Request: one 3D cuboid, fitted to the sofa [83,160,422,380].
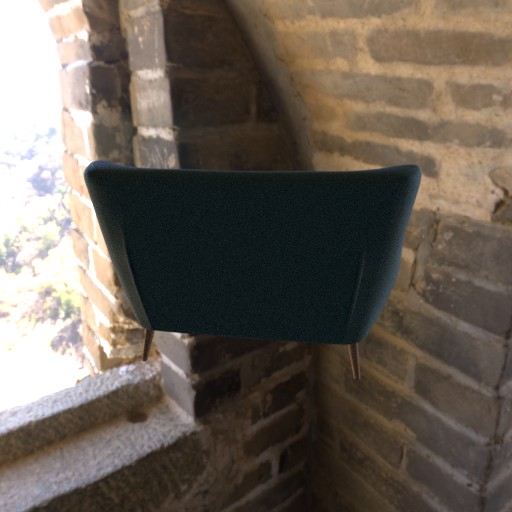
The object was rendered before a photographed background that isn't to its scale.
[{"bbox_3d":[0.000,0.000,2.051,1.397,0.889,0.889,3,17,9],"label":"sofa"}]
